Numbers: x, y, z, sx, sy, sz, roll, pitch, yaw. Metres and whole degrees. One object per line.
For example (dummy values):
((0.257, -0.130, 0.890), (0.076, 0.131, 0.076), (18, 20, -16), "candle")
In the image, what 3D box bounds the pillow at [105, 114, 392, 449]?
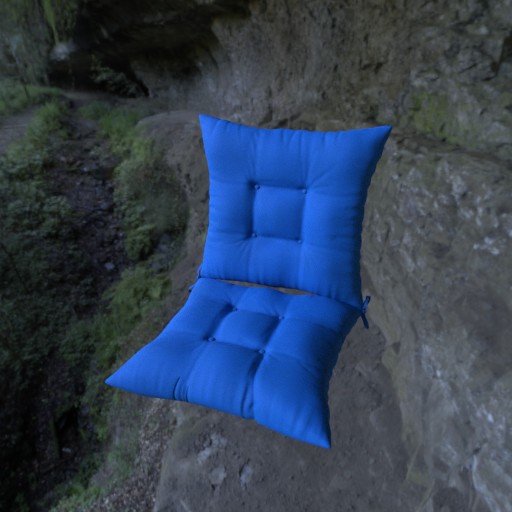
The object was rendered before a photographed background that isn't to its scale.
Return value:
((0.000, 0.000, 1.036), (0.541, 0.536, 0.585), (10, 29, 17), "pillow")
